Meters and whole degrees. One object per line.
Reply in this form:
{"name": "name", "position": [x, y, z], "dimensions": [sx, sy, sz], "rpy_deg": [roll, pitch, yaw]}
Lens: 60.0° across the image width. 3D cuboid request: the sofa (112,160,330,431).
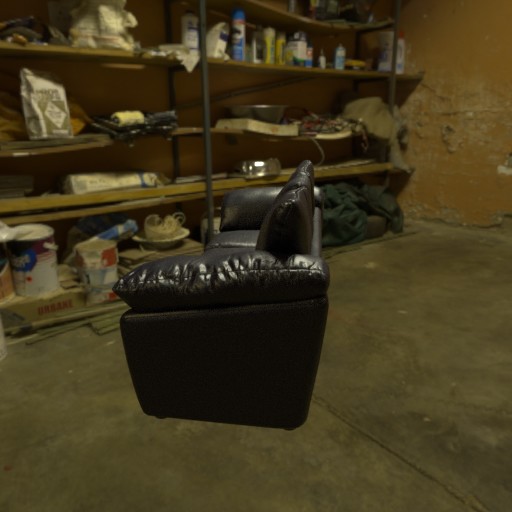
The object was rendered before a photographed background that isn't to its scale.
{"name": "sofa", "position": [0.000, 0.000, 2.866], "dimensions": [0.880, 1.073, 2.336], "rpy_deg": [2, 17, 8]}
